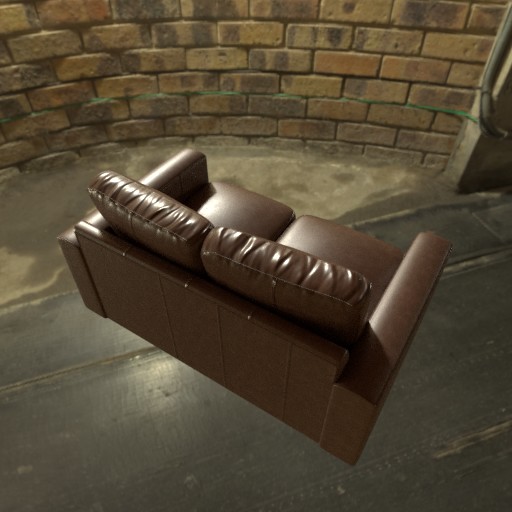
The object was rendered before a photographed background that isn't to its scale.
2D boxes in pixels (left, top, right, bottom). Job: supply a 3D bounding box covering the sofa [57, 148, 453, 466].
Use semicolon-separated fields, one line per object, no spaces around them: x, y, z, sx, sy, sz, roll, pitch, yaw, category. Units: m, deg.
0.000;0.000;2.182;1.616;0.873;1.016;24;49;22;sofa
